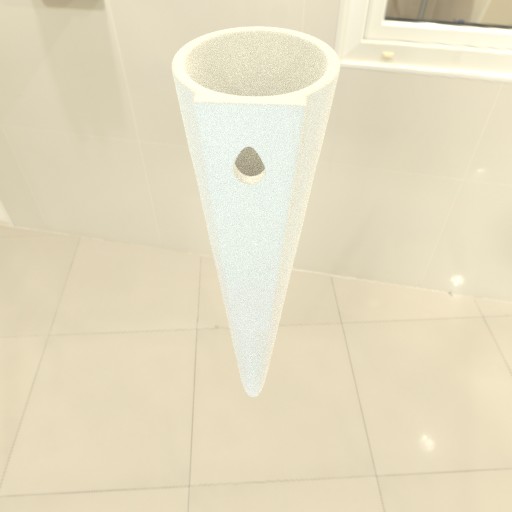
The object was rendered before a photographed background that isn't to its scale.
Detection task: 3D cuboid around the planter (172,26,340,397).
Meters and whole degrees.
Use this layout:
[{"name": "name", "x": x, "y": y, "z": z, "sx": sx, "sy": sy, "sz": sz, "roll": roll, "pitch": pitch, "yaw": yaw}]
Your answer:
[{"name": "planter", "x": 0.000, "y": 0.000, "z": 0.221, "sx": 0.057, "sy": 0.193, "sz": 0.064, "roll": 3, "pitch": 46, "yaw": 3}]
